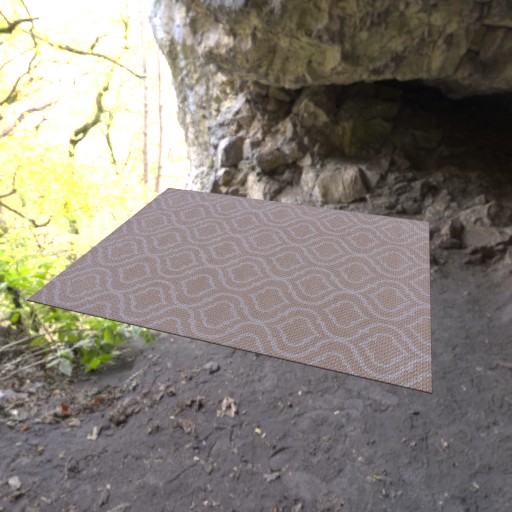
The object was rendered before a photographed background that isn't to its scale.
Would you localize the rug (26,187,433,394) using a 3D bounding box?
[{"bbox_3d":[0.000,0.000,3.880,2.894,0.013,2.286,10,33,15],"label":"rug"}]
